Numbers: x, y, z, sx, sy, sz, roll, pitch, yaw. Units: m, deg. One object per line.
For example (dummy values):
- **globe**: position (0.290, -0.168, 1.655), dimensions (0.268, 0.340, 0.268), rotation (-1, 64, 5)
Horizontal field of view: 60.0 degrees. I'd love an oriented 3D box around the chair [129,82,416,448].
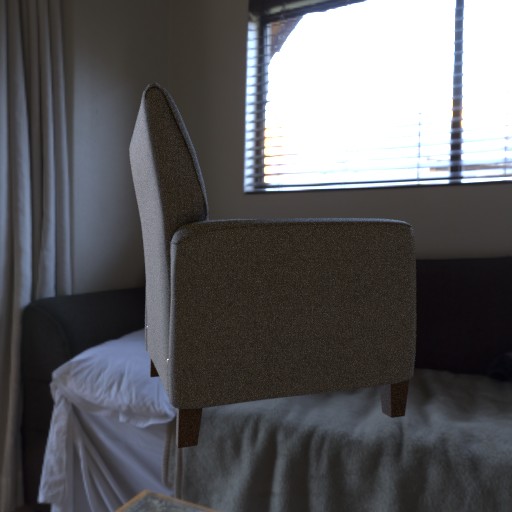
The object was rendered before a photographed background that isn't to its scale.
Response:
- **chair**: position (0.000, 0.000, 1.632), dimensions (0.864, 1.014, 0.848), rotation (0, 0, -19)
